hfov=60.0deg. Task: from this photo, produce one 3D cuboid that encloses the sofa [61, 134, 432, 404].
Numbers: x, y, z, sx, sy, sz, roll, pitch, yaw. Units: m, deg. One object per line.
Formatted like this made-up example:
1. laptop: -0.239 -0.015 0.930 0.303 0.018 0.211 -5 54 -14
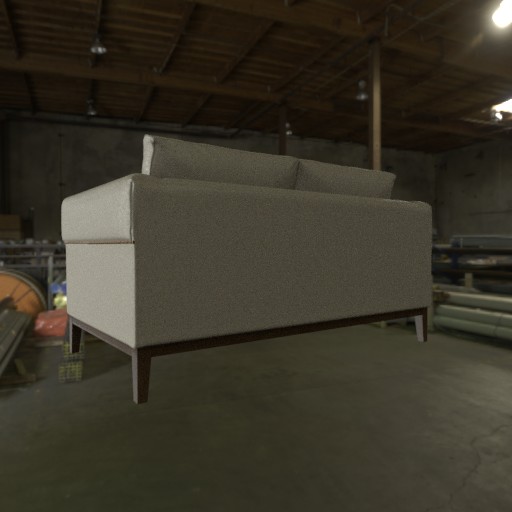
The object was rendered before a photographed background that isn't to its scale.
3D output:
1. sofa: 0.000 0.000 2.145 1.598 0.873 0.899 -1 2 -36
